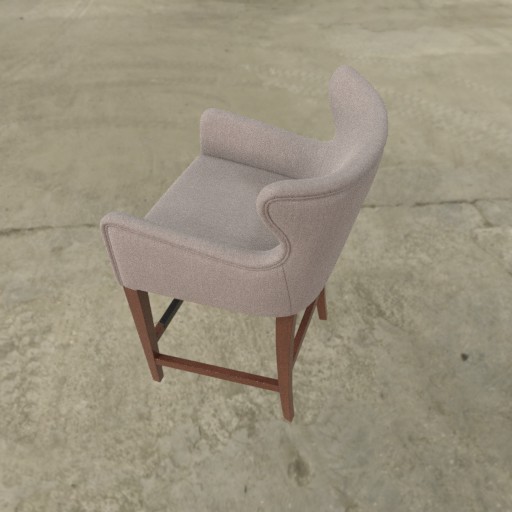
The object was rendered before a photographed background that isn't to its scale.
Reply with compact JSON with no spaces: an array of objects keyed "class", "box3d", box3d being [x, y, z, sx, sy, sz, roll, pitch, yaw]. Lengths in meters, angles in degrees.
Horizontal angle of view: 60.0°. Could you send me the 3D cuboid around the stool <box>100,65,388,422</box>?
[{"class":"stool","box3d":[0.000,0.000,1.303,0.575,0.951,0.575,16,48,15]}]
